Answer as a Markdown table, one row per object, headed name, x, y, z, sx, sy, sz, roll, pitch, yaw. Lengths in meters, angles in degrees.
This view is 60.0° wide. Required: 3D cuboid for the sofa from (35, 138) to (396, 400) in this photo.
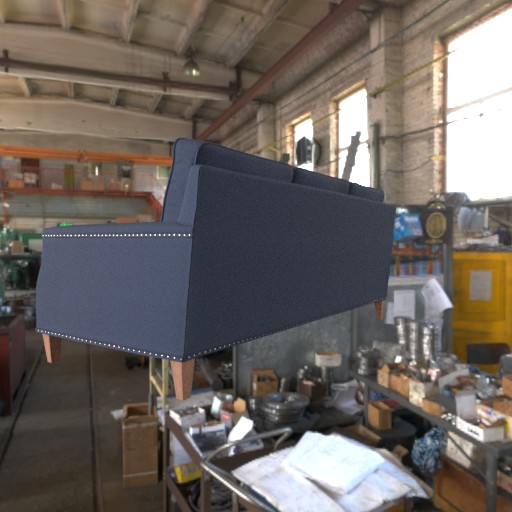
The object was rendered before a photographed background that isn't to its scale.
| name | x | y | z | sx | sy | sz | roll | pitch | yaw |
| --- | --- | --- | --- | --- | --- | --- | --- | --- | --- |
| sofa | 0.000 | 0.000 | 2.748 | 1.084 | 1.003 | 2.246 | 1 | 2 | 35 |
